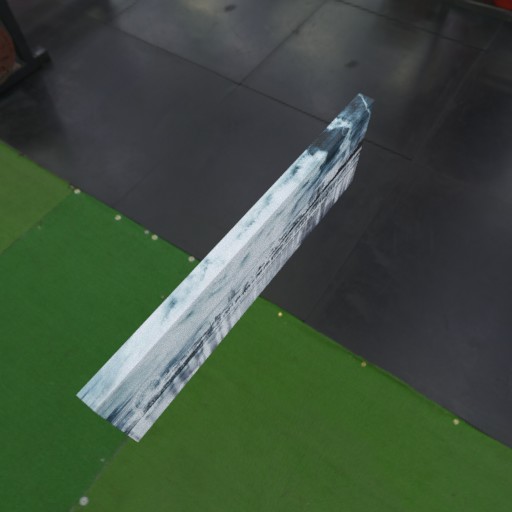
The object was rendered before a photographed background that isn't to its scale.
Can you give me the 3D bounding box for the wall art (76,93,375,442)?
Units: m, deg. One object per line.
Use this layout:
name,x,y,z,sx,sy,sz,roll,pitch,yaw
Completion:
wall art,0.000,0.000,0.853,0.037,0.251,0.759,32,64,18
